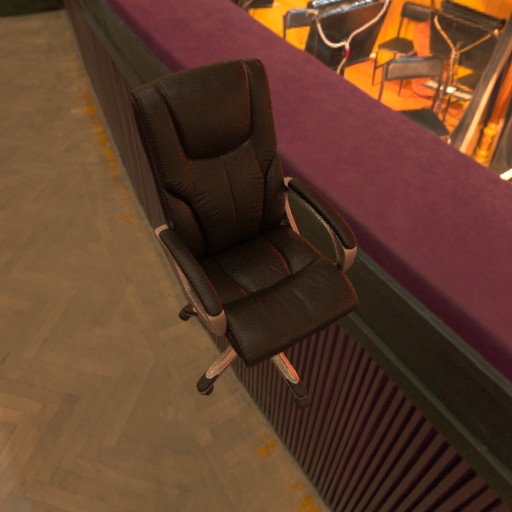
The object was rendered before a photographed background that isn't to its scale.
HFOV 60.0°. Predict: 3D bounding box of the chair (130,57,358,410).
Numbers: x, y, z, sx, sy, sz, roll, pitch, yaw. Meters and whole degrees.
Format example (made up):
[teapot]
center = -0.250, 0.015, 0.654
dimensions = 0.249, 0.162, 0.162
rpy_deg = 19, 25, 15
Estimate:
[chair]
center = 0.000, 0.000, 1.642
dimensions = 0.700, 1.145, 0.780
rpy_deg = -25, 51, -22
